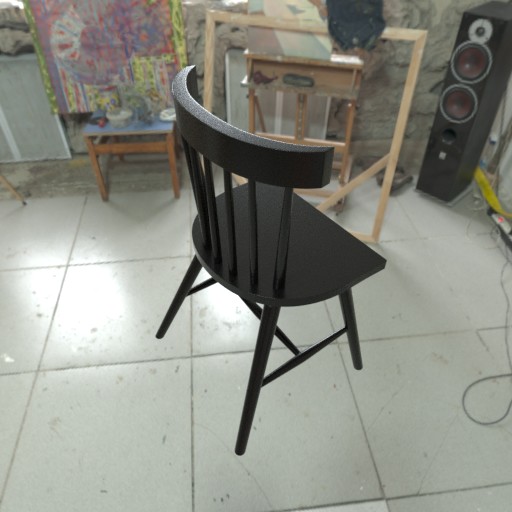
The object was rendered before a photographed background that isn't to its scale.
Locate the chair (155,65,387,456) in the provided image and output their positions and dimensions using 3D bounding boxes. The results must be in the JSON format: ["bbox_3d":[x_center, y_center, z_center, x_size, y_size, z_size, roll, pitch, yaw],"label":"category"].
[{"bbox_3d":[0.000,0.000,1.159,0.483,0.844,0.506,-26,49,-25],"label":"chair"}]
